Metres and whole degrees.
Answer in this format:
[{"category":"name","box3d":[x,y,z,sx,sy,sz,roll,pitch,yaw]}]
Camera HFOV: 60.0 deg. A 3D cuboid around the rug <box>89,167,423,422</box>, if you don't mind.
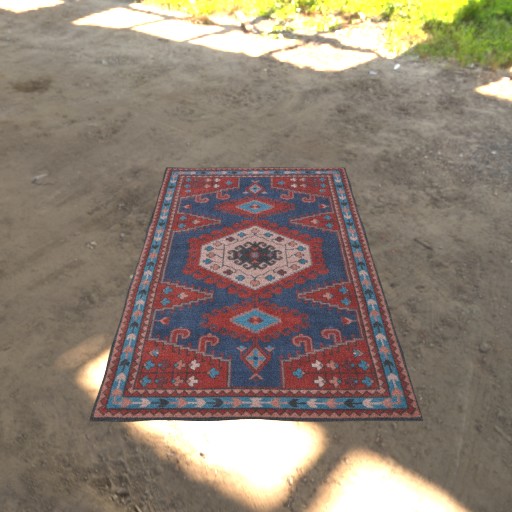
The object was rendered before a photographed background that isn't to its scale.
[{"category":"rug","box3d":[0.000,0.000,2.279,1.207,0.012,1.820,0,41,0]}]
